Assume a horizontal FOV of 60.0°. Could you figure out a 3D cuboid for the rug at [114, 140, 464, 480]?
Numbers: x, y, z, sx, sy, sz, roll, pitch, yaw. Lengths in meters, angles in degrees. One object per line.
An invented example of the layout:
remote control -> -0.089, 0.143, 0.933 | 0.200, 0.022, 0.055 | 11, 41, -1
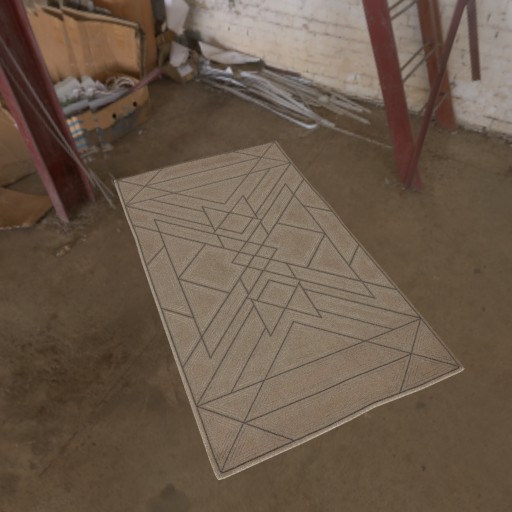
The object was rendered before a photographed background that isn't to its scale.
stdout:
rug -> 0.000, 0.000, 1.061 | 0.511, 0.008, 0.869 | -17, 49, -16
